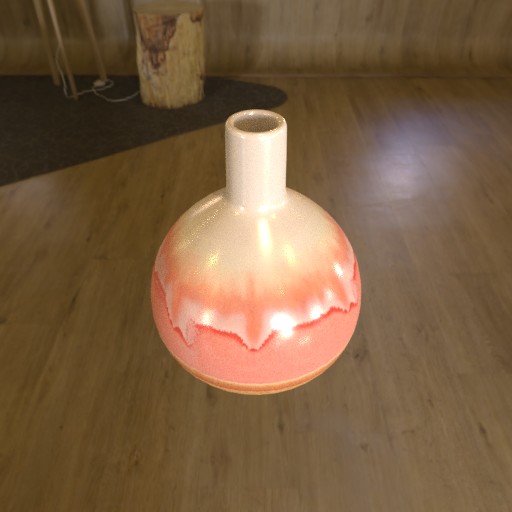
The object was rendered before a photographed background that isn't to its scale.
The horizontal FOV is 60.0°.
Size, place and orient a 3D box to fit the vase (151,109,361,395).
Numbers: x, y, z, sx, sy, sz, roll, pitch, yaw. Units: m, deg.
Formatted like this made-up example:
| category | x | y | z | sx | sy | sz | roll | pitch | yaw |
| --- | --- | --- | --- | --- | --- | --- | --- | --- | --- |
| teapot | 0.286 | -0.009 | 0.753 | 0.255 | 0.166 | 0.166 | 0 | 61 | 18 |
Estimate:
| category | x | y | z | sx | sy | sz | roll | pitch | yaw |
| --- | --- | --- | --- | --- | --- | --- | --- | --- | --- |
| vase | 0.000 | 0.000 | 0.275 | 0.137 | 0.176 | 0.137 | 0 | 41 | 0 |
